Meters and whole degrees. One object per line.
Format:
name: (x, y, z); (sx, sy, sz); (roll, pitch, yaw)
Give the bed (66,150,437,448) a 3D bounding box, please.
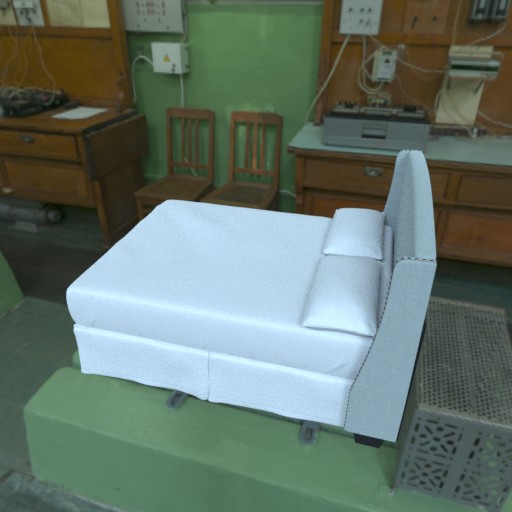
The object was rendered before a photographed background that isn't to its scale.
bed: (0.000, 0.000, 3.253); (2.237, 1.407, 1.710); (8, 32, 13)
